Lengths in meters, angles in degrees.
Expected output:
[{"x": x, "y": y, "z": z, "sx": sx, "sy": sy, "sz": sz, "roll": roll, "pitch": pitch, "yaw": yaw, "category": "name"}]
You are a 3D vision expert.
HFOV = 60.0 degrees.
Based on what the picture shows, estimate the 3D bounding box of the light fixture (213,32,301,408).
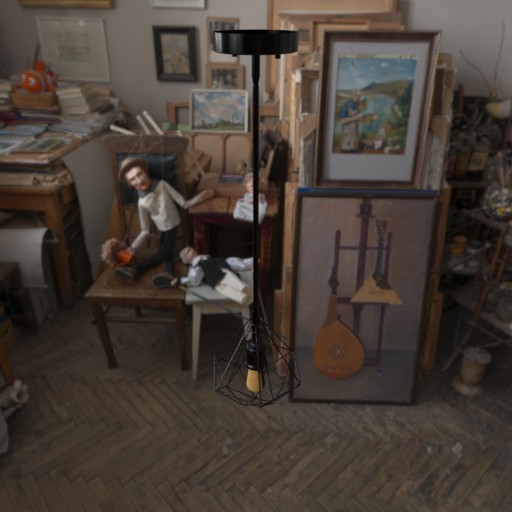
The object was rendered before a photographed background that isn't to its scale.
[{"x": 0.000, "y": 0.000, "z": 1.951, "sx": 0.487, "sy": 1.764, "sz": 0.431, "roll": -19, "pitch": 35, "yaw": -30, "category": "light fixture"}]
